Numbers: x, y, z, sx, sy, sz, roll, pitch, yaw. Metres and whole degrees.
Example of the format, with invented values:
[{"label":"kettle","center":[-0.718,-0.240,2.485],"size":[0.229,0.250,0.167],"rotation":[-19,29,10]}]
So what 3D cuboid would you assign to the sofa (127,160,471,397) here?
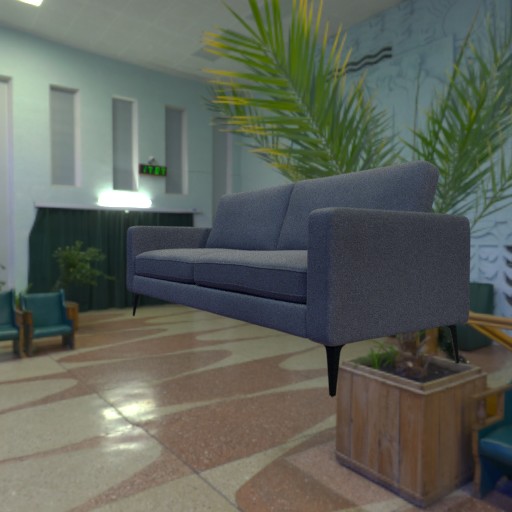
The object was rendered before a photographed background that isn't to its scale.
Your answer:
[{"label":"sofa","center":[0.000,0.000,2.337],"size":[0.774,0.828,1.925],"rotation":[-1,2,-34]}]
